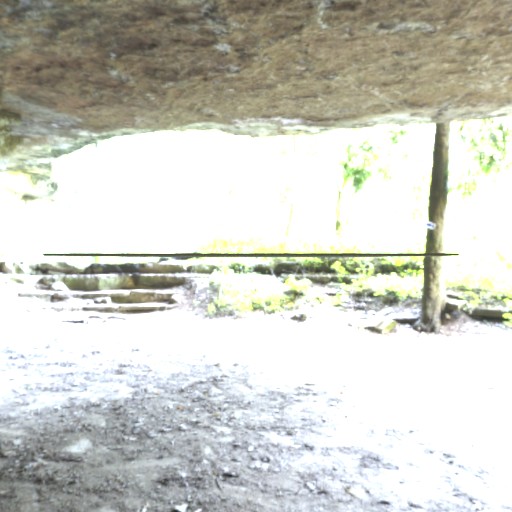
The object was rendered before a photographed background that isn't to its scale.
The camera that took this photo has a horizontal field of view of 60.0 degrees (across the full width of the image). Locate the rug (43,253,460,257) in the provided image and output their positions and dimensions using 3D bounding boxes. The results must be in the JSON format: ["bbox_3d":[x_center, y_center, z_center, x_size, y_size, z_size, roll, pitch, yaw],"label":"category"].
[{"bbox_3d":[0.000,0.000,4.058,2.407,0.020,3.051,0,0,2],"label":"rug"}]
